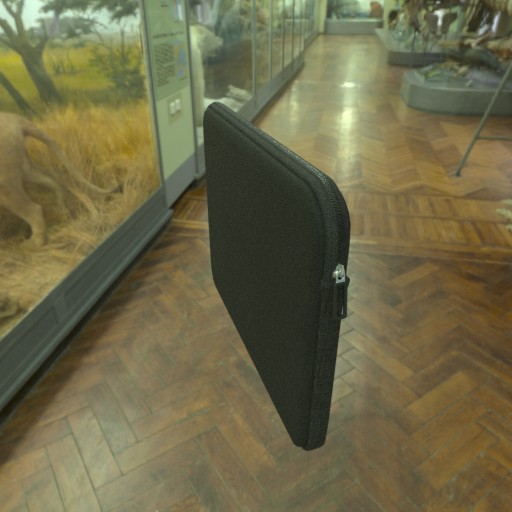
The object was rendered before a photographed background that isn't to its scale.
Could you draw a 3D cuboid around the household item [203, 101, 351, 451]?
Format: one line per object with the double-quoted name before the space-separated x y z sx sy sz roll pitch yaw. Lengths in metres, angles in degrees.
"household item" 0.000 0.000 0.538 0.030 0.305 0.396 -10 31 -17
